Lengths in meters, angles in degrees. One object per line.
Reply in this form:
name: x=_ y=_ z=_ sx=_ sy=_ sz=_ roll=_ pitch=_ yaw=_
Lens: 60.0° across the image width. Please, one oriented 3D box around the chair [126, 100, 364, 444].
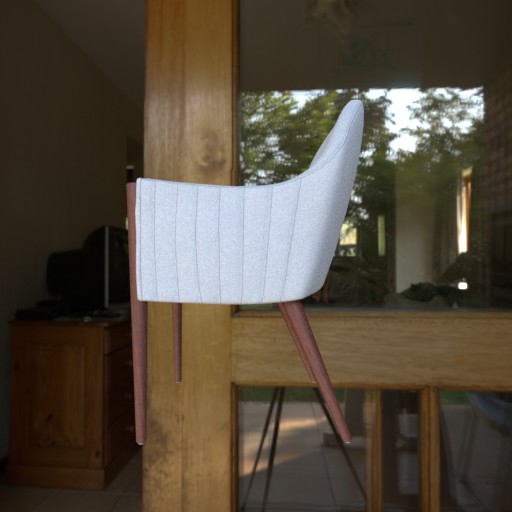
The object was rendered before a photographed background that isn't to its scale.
chair: x=0.000 y=0.000 z=1.320 sx=0.620 sy=0.889 sz=0.610 roll=0 pitch=-1 yaw=-1
